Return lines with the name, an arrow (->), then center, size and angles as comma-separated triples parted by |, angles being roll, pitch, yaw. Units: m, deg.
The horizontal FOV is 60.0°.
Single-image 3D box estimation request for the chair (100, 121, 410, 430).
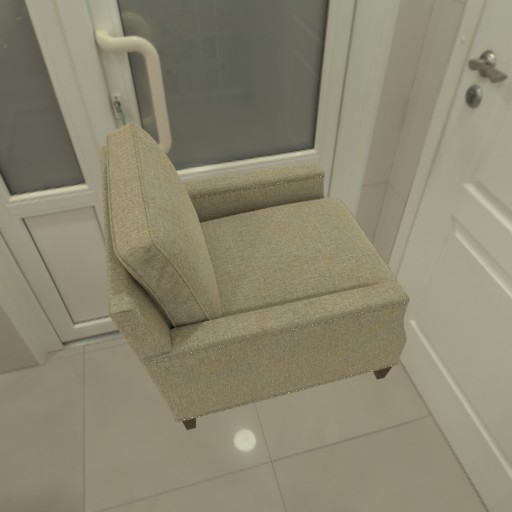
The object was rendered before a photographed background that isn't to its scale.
chair -> 0.000, 0.000, 1.740 | 1.014, 0.943, 0.853 | -11, 46, -11
